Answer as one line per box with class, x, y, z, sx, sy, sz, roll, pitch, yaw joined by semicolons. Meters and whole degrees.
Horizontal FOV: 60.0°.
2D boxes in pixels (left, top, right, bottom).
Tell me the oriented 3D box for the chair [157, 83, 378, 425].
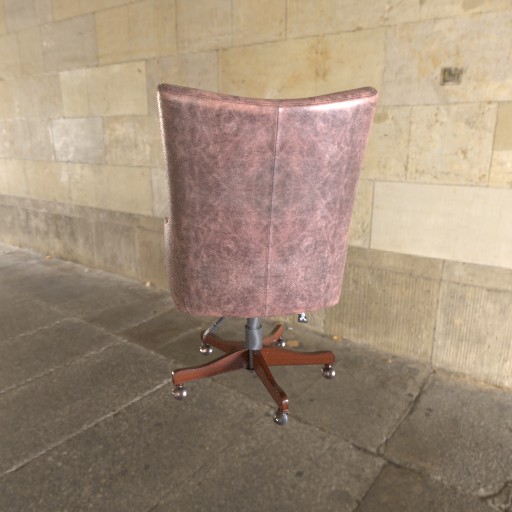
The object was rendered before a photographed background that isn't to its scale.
chair;0.000;0.000;1.505;0.641;1.035;0.762;-2;15;-7
